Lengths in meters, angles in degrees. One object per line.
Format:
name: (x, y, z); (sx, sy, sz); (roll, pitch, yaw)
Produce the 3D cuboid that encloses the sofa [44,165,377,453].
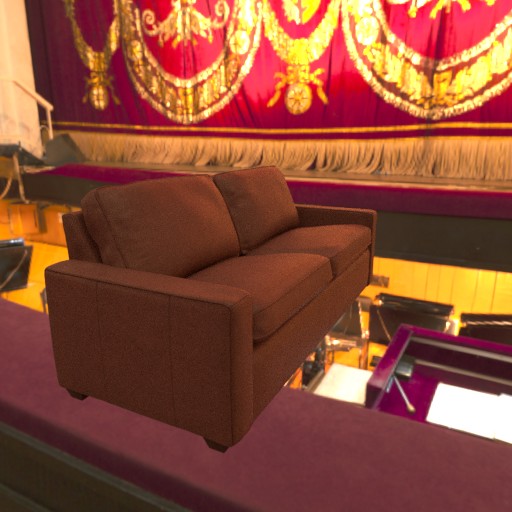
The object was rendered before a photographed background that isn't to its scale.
sofa: (0.000, 0.000, 2.503); (0.940, 0.919, 2.080); (8, 17, 26)
